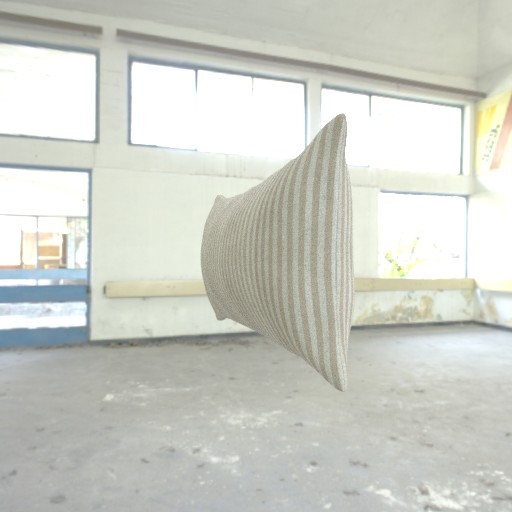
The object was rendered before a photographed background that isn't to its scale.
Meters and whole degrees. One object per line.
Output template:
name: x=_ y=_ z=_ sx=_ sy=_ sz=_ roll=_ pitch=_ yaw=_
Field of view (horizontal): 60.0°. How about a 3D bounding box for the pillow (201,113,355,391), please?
pillow: x=0.000 y=0.000 z=0.754 sx=0.151 sy=0.295 sz=0.617 roll=0 pitch=-1 yaw=-17
